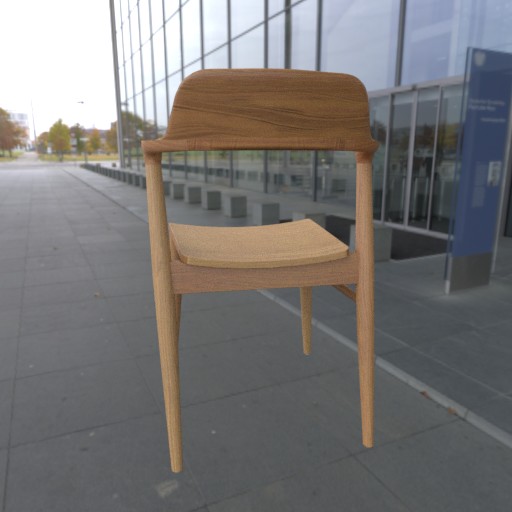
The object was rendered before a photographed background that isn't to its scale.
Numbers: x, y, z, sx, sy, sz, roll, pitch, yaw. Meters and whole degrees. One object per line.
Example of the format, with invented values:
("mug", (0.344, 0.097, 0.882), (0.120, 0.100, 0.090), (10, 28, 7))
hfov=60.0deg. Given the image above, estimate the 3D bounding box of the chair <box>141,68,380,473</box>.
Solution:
("chair", (0.000, 0.000, 1.104), (0.512, 0.792, 0.499), (-2, 13, -11))
